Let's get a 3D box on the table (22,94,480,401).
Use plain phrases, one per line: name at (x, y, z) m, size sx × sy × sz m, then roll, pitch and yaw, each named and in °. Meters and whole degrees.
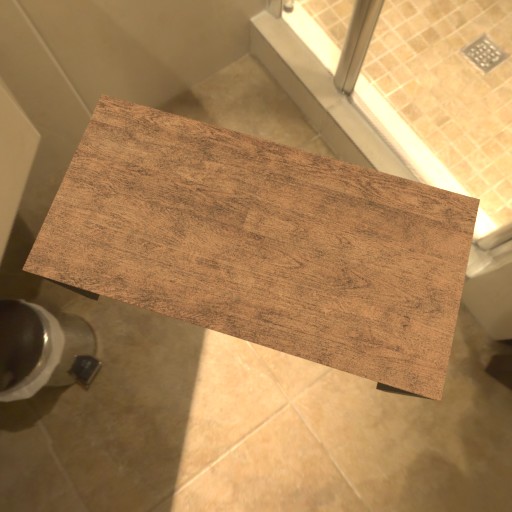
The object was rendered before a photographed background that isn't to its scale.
table at (0.000, 0.000, 2.296) m, size 1.805 × 0.767 × 0.893 m, roll 17°, pitch 76°, yaw 4°
